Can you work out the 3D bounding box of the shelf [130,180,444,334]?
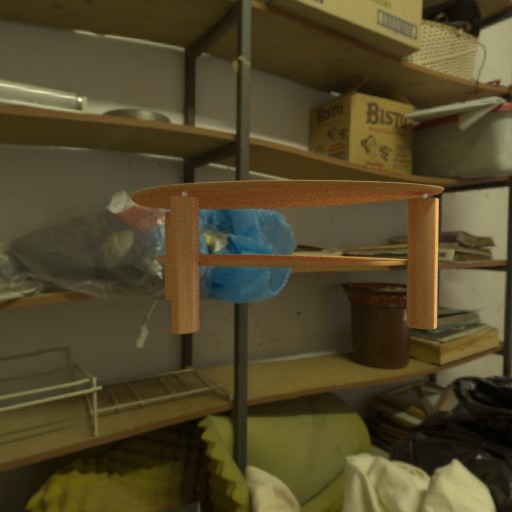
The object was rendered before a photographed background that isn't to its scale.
[{"bbox_3d":[0.000,0.000,1.637,1.246,0.440,0.845,1,2,36],"label":"shelf"}]
